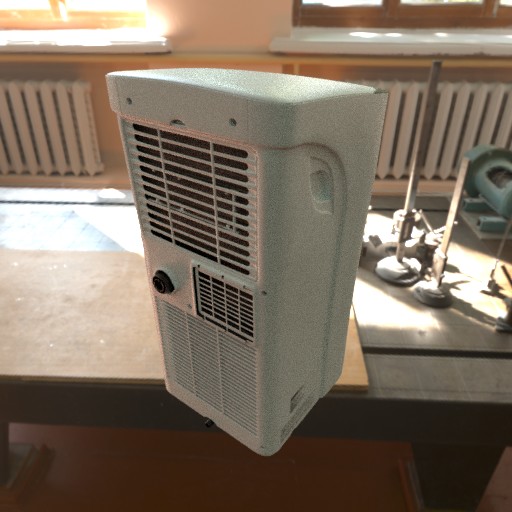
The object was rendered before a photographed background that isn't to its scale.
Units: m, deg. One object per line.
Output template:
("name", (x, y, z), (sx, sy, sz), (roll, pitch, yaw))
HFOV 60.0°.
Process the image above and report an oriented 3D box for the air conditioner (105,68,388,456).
("air conditioner", (0.000, 0.000, 0.892), (0.352, 0.716, 0.369), (22, 37, 32))
